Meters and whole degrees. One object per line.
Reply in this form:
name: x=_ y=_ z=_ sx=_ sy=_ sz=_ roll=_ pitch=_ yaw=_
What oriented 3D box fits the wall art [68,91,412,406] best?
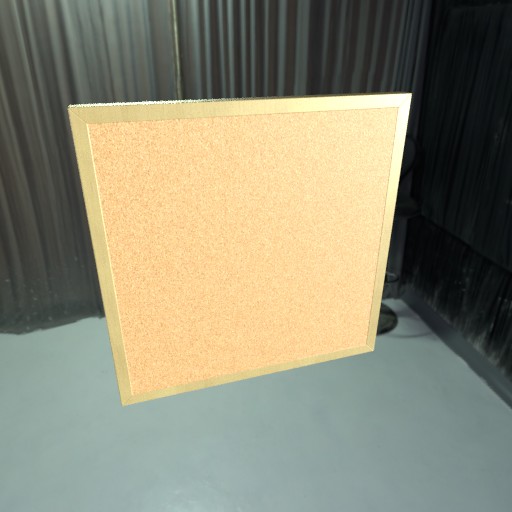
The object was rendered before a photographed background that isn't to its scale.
wall art: x=0.000 y=0.000 z=1.131 sx=0.763 sy=0.763 sz=0.037 roll=-8 pitch=28 yaw=-16
